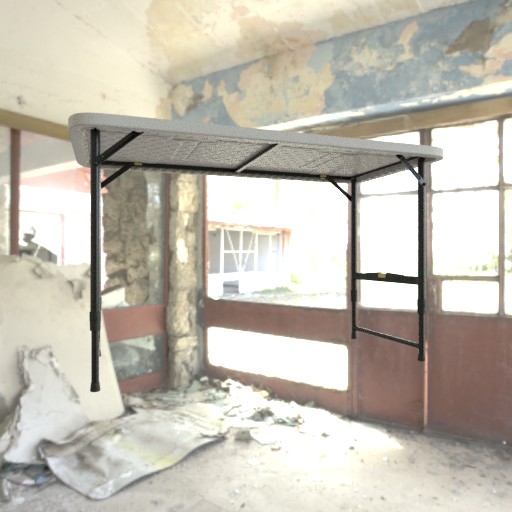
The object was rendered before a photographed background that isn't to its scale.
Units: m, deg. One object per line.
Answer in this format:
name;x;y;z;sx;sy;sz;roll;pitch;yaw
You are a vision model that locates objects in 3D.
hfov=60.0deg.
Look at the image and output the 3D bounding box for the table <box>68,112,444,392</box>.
table;0.000;0.000;1.595;1.219;0.737;0.610;0;0;-19
